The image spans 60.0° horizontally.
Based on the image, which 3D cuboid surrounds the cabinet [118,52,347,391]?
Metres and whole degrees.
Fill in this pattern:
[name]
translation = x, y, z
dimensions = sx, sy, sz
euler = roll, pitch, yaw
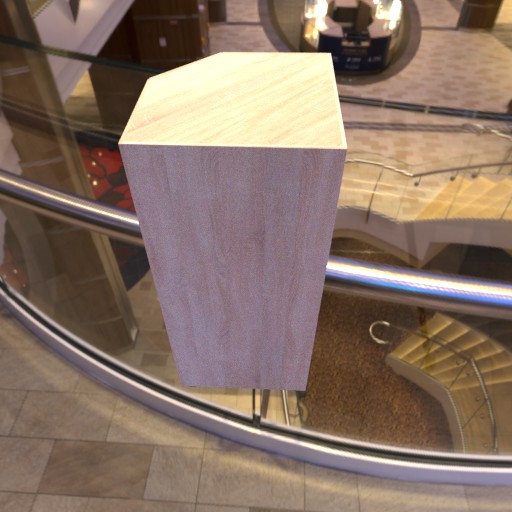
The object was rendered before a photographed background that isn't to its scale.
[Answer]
[cabinet]
translation = 0.000, 0.000, 2.841
dimensions = 1.327, 2.120, 1.094
euler = -34, 55, -28
